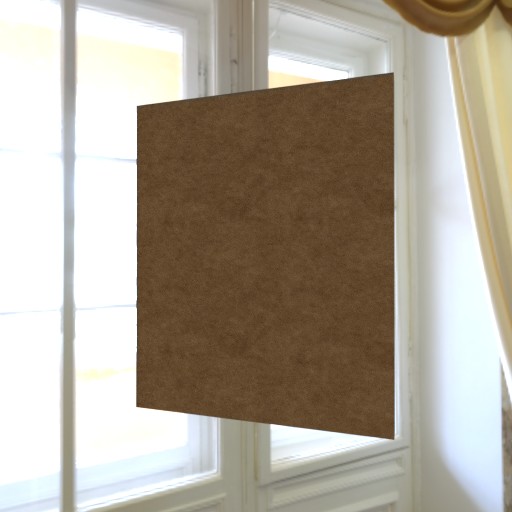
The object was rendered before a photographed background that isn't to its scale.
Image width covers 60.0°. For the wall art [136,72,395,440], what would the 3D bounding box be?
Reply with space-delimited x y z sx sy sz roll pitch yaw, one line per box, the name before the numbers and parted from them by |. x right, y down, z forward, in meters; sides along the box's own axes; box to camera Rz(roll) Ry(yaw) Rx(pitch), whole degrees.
wall art | 0.000 0.000 0.759 0.453 0.554 0.037 0 0 19
